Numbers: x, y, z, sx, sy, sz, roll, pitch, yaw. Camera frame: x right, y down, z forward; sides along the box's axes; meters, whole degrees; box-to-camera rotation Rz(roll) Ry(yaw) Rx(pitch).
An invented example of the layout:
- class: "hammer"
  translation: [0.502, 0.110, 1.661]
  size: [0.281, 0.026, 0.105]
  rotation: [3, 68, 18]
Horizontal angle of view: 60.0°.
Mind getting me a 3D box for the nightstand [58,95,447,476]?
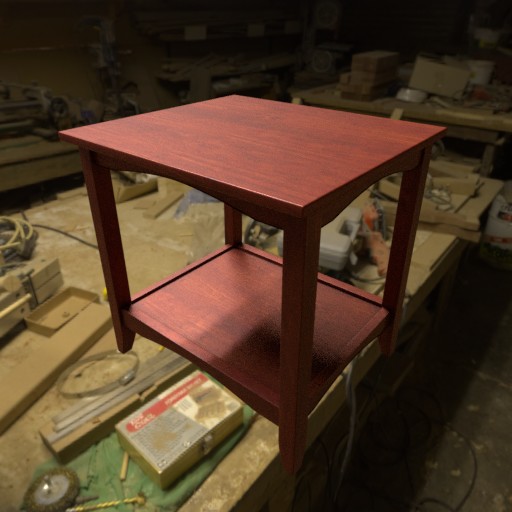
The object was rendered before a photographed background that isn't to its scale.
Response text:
- class: "nightstand"
  translation: [0.000, 0.000, 0.988]
  size: [0.558, 0.558, 0.501]
  rotation: [22, 37, 33]
